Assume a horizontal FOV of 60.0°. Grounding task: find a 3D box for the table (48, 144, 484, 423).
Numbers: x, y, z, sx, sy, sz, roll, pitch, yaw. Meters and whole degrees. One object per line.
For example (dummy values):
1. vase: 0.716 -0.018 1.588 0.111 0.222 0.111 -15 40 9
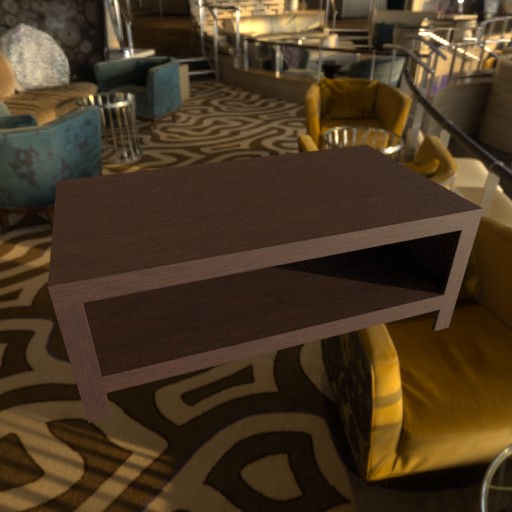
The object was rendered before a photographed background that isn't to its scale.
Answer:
1. table: 0.000 0.000 1.399 1.099 0.424 0.597 -10 33 -16
